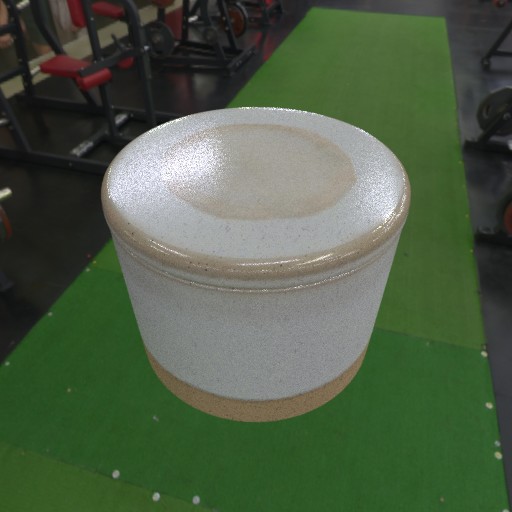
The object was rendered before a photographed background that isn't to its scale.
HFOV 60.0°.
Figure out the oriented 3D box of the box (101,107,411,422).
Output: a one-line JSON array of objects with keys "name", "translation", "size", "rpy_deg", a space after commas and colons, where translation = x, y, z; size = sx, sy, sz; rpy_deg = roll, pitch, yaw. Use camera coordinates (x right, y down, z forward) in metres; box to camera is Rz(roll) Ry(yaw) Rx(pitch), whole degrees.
[{"name": "box", "translation": [0.000, 0.000, 0.264], "size": [0.154, 0.123, 0.154], "rpy_deg": [0, 41, 0]}]
